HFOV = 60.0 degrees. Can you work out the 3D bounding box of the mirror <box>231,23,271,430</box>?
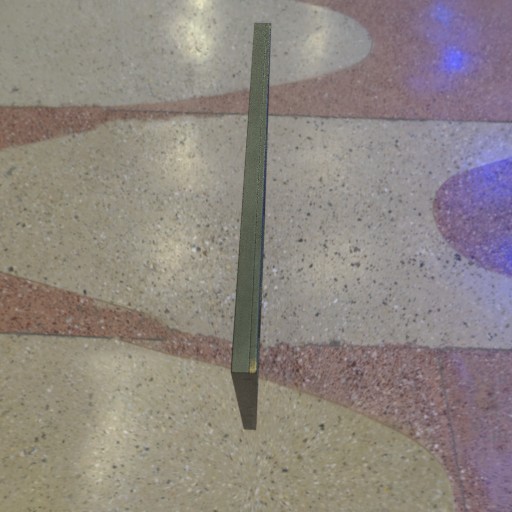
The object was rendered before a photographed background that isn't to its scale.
[{"bbox_3d":[0.000,0.000,0.570,0.020,0.381,0.382,2,63,1],"label":"mirror"}]
